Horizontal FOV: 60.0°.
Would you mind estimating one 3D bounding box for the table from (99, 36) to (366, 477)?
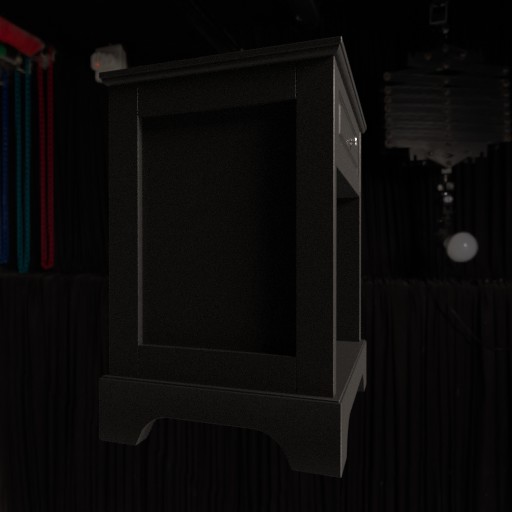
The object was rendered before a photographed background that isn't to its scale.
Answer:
[{"bbox_3d":[0.000,0.000,0.891,0.399,0.610,0.460,0,0,18],"label":"table"}]
